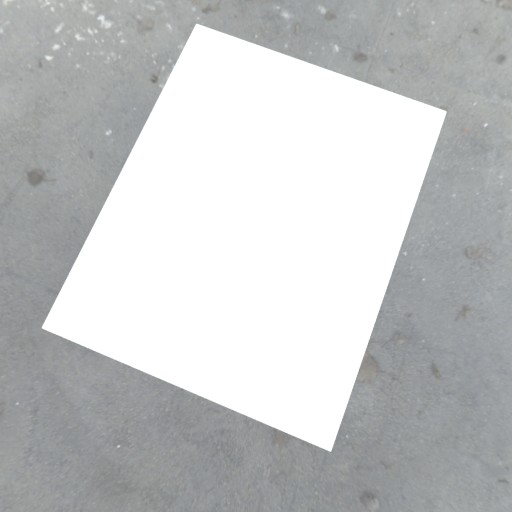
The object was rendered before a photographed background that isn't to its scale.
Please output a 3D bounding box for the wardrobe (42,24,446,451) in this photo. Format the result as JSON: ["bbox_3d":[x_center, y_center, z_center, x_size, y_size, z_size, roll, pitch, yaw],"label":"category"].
[{"bbox_3d":[0.000,0.000,0.864,0.400,0.520,0.500,21,78,5],"label":"wardrobe"}]
